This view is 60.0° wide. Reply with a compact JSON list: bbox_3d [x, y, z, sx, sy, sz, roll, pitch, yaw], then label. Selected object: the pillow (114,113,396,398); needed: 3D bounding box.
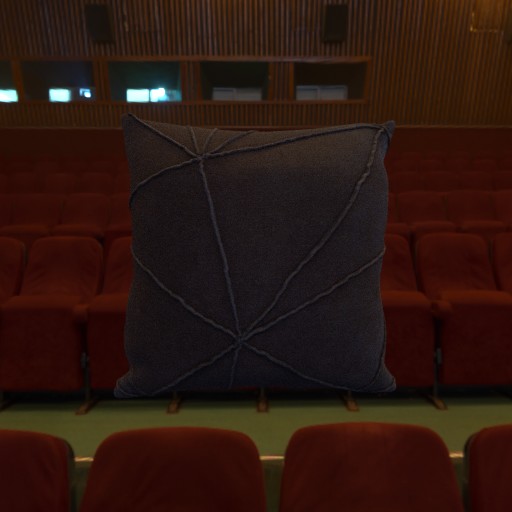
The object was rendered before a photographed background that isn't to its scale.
[{"bbox_3d":[0.000,0.000,0.686,0.439,0.440,0.183,0,-1,-1],"label":"pillow"}]
